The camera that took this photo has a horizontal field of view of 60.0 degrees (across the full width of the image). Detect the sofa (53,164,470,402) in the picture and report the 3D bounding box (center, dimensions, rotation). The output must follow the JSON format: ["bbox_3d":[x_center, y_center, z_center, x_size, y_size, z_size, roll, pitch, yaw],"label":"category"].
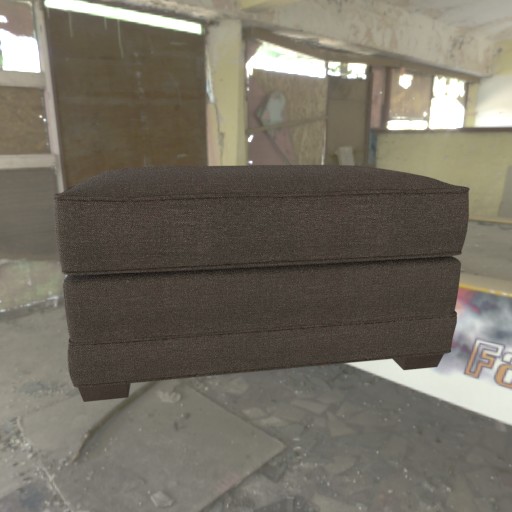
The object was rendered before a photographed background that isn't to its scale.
[{"bbox_3d":[0.000,0.000,1.172,0.854,0.457,0.578,-3,15,-10],"label":"sofa"}]
